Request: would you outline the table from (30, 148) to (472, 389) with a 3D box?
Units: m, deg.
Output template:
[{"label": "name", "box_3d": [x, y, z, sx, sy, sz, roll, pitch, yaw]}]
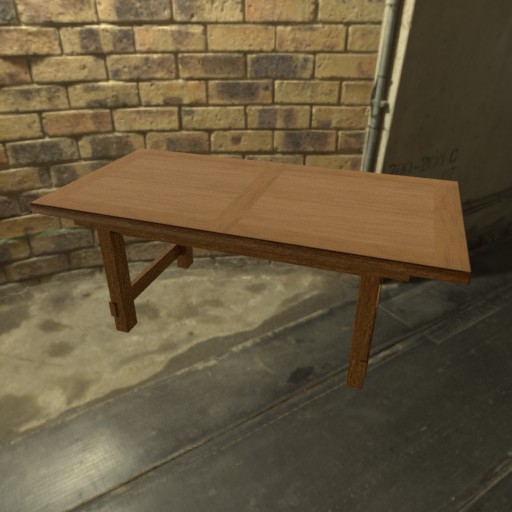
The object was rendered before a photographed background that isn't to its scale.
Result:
[{"label": "table", "box_3d": [0.000, 0.000, 2.464, 1.982, 0.762, 1.000, 10, 31, 16]}]
